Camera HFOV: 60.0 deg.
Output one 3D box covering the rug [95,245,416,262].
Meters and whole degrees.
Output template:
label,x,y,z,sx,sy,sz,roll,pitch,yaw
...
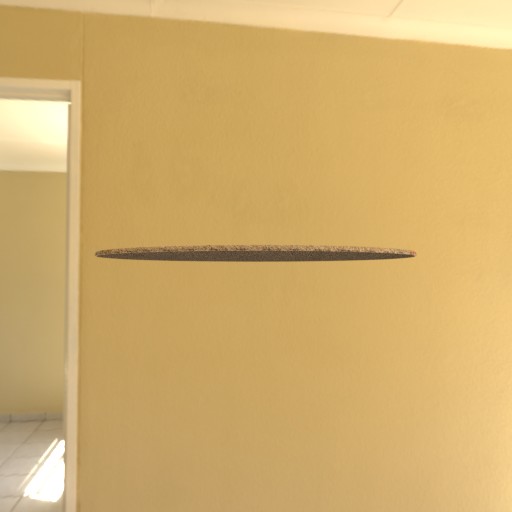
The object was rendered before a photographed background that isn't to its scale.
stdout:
label,x,y,z,sx,sy,sz,roll,pitch,yaw
rug,0.000,0.000,3.600,2.461,0.033,2.461,0,-2,0
